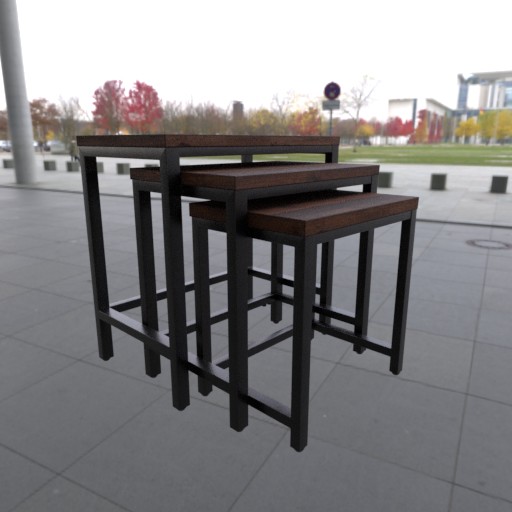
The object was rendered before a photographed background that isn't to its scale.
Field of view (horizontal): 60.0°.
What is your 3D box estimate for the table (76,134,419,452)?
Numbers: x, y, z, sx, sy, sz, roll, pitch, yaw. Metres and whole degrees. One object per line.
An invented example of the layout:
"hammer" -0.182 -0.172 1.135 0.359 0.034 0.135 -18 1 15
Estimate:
"table" 0.000 0.000 1.173 0.660 0.616 0.608 13 20 42
